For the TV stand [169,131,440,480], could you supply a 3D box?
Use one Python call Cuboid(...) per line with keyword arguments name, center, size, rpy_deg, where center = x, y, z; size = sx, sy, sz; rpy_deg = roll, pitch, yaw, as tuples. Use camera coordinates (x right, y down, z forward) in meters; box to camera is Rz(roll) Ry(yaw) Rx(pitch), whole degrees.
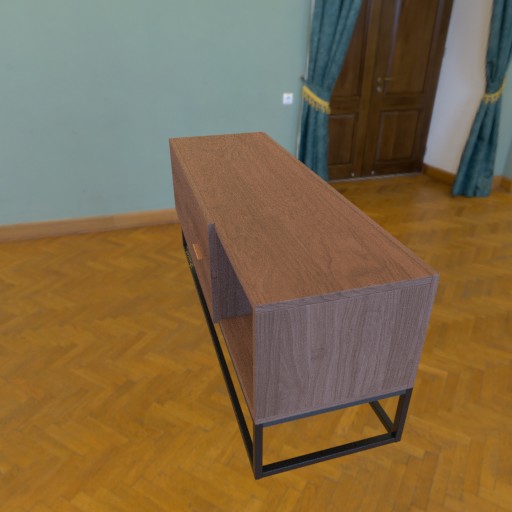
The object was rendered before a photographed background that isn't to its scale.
Cuboid(name="TV stand", center=(0.000, 0.000, 1.451), size=(0.415, 0.500, 1.200), rpy_deg=(-8, 30, -14))
